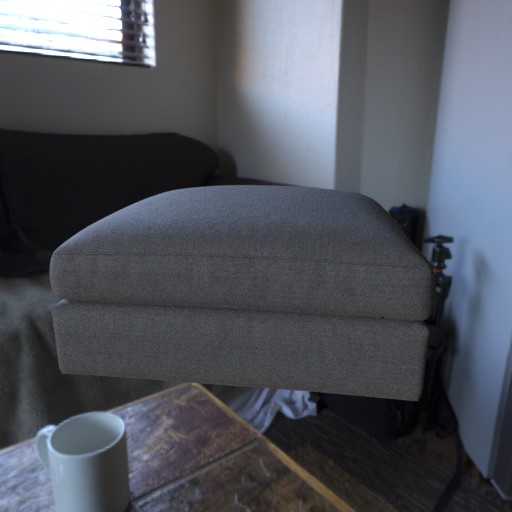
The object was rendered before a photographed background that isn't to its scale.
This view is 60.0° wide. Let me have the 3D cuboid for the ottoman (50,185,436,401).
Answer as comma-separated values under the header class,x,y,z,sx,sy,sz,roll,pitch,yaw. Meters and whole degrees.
class,x,y,z,sx,sy,sz,roll,pitch,yaw
ottoman,0.000,0.000,1.642,1.041,0.470,1.041,2,16,8
